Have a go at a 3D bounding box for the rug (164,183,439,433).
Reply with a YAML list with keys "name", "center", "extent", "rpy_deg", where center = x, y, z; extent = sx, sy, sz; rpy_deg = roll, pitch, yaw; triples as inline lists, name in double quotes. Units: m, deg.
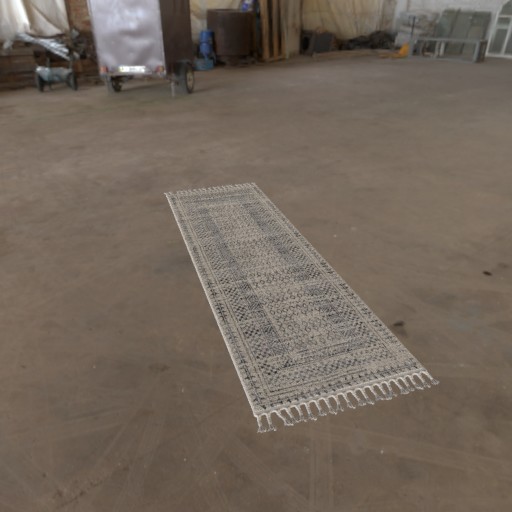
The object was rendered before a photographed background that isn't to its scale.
- name: "rug"
  center: [0.000, 0.000, 2.714]
  extent: [0.786, 0.013, 2.480]
  rpy_deg: [-9, 31, -16]
